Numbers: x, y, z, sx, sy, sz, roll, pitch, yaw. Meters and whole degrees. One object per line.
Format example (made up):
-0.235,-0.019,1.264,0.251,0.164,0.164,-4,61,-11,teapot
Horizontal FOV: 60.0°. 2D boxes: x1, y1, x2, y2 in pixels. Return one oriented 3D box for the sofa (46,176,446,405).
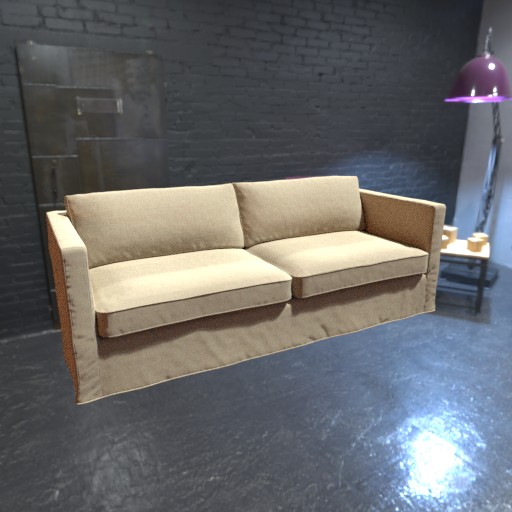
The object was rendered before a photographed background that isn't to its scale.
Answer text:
0.000,0.000,2.765,2.312,0.853,0.962,-8,18,-27,sofa
